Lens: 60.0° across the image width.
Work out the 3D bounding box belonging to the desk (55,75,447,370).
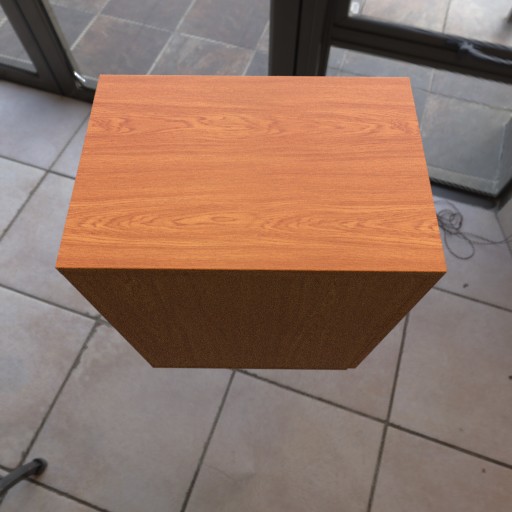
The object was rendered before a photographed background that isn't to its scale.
[{"bbox_3d":[0.000,0.000,1.080,0.600,0.730,0.404,1,64,0],"label":"desk"}]
